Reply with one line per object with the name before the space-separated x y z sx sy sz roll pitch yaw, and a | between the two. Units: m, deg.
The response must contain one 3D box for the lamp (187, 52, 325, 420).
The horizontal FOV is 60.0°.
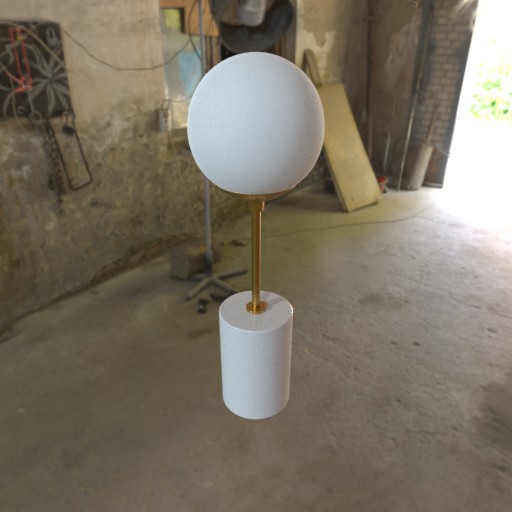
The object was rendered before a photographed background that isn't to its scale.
lamp | 0.000 0.000 0.574 0.153 0.480 0.153 0 27 0
